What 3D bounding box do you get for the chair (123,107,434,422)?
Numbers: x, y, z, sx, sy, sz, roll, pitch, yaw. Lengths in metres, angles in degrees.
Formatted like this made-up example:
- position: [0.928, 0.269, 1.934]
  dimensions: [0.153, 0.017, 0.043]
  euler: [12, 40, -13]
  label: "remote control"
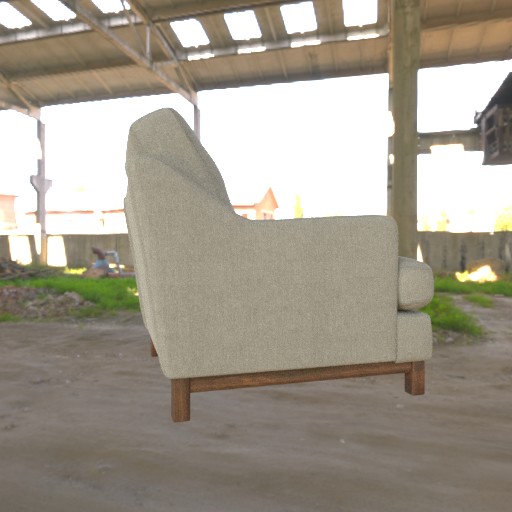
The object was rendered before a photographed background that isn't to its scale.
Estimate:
- position: [0.000, 0.000, 1.563]
  dimensions: [0.892, 0.821, 0.826]
  euler: [0, 0, -17]
  label: "chair"
